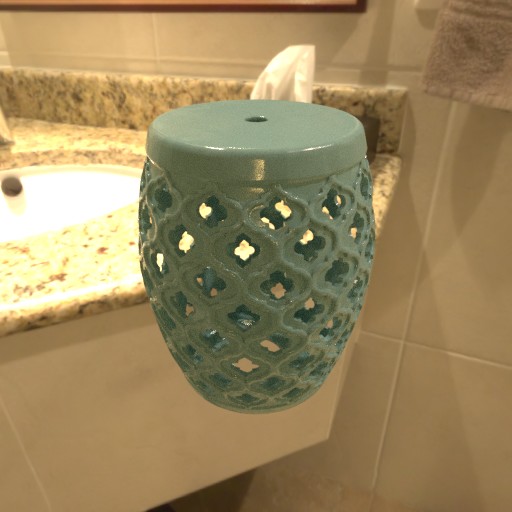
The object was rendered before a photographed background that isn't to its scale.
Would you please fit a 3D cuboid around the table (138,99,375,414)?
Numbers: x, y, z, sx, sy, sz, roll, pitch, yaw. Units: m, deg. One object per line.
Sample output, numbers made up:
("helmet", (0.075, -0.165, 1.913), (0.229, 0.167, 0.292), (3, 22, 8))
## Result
("table", (0.000, 0.000, 0.640), (0.325, 0.388, 0.325), (0, 30, 0))
